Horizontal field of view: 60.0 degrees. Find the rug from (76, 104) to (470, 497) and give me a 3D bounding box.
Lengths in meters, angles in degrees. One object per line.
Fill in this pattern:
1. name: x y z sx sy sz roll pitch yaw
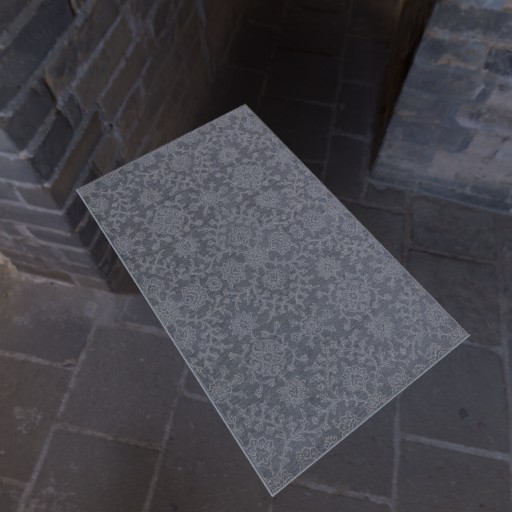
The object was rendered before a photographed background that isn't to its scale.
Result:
1. rug: 0.000 0.000 2.992 1.515 0.010 2.430 -32 66 -16
